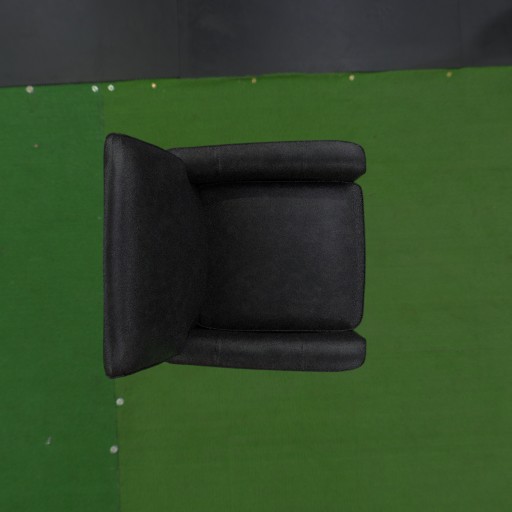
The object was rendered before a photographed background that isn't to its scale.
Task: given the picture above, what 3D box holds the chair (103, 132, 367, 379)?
[{"bbox_3d":[0.000,0.000,1.678,0.864,1.014,0.848,0,90,-1],"label":"chair"}]
